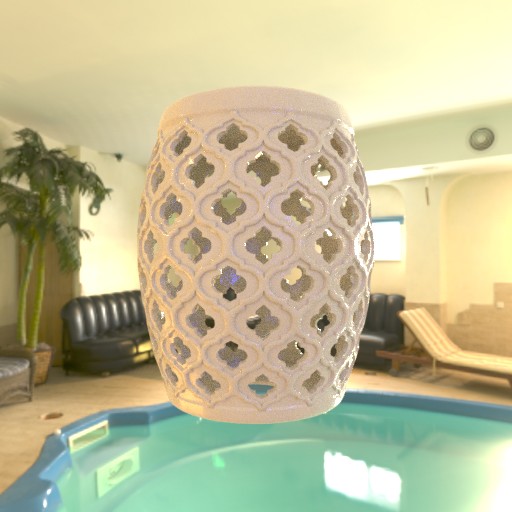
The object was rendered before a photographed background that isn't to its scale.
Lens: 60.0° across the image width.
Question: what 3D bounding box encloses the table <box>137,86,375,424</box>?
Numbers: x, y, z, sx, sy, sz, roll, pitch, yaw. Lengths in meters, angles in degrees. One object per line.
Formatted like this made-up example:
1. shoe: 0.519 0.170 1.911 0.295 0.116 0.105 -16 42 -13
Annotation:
1. table: 0.000 0.000 0.627 0.325 0.388 0.325 0 0 0
